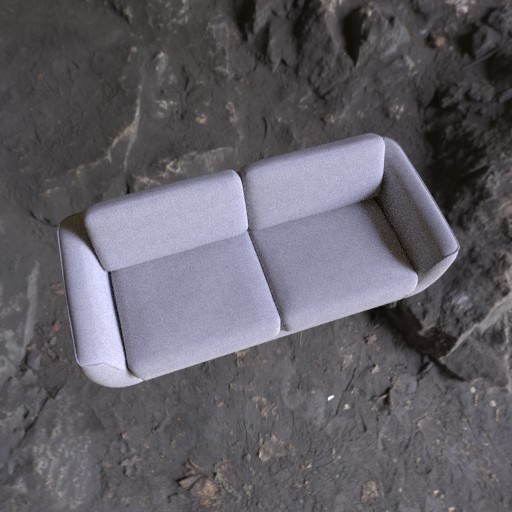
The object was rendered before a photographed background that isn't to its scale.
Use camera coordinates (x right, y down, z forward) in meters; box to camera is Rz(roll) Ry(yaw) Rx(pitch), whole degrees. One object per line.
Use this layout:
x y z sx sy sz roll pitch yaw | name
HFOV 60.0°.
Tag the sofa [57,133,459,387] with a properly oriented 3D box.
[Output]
0.000 0.000 2.489 2.000 0.850 0.920 -16 63 -8 | sofa
